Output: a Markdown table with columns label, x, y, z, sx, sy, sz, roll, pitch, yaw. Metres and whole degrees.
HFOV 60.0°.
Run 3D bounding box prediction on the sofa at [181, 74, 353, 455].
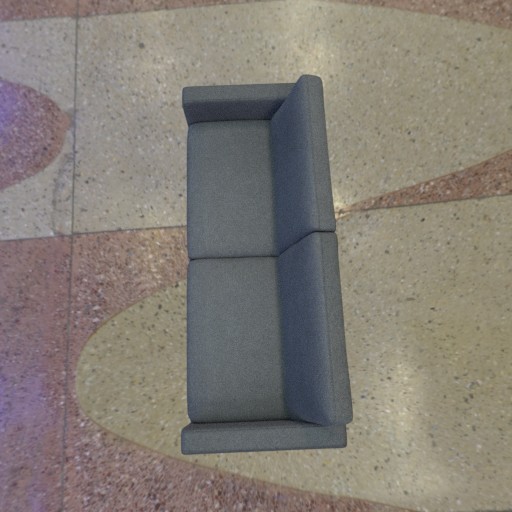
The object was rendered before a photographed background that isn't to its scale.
| label | x | y | z | sx | sy | sz | roll | pitch | yaw |
| --- | --- | --- | --- | --- | --- | --- | --- | --- | --- |
| sofa | 0.000 | 0.000 | 2.403 | 0.774 | 0.828 | 1.925 | -2 | 75 | -1 |
